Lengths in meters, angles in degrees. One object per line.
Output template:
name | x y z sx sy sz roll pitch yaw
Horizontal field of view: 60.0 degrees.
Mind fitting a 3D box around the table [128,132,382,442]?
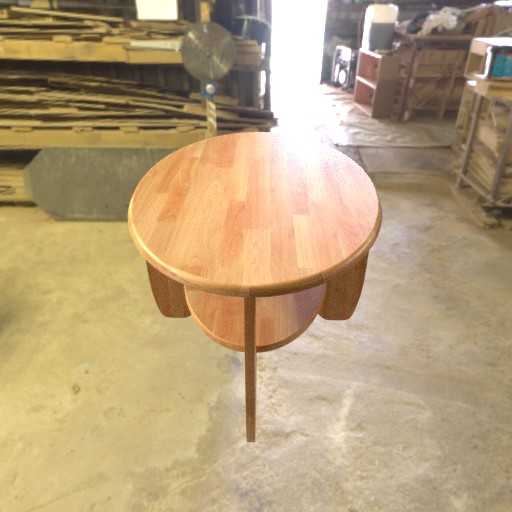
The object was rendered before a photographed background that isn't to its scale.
table | 0.000 0.000 1.380 0.690 0.490 1.040 1 32 1
